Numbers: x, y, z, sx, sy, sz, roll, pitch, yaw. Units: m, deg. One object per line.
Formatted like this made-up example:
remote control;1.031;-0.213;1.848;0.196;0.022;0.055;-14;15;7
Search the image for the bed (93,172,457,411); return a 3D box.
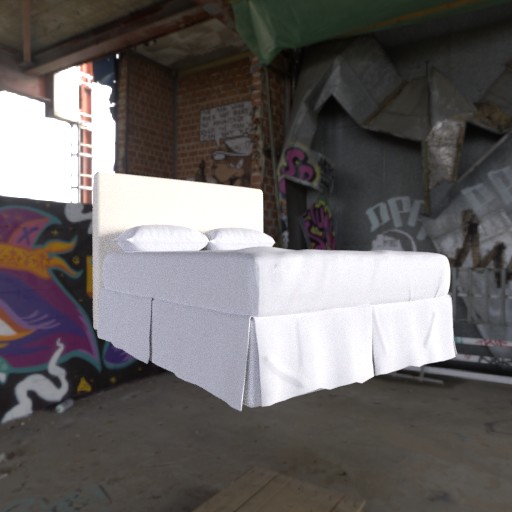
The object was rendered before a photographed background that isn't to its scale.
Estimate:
bed;0.000;0.000;3.165;1.713;1.330;2.142;0;1;-37
